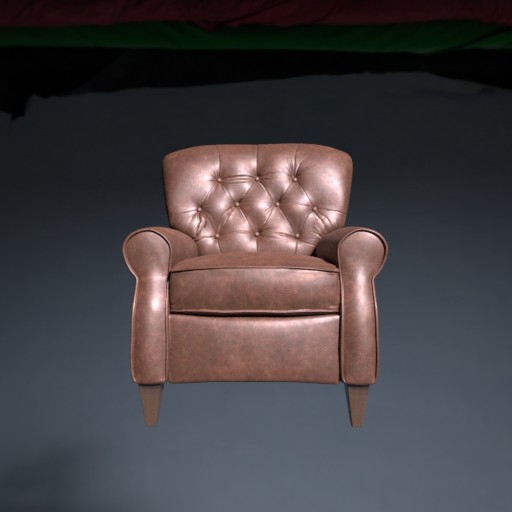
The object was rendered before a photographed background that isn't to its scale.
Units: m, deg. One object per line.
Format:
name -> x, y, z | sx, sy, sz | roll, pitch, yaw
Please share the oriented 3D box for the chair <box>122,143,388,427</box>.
chair -> 0.000, 0.000, 1.955 | 0.979, 1.162, 1.031 | 0, 0, 1
